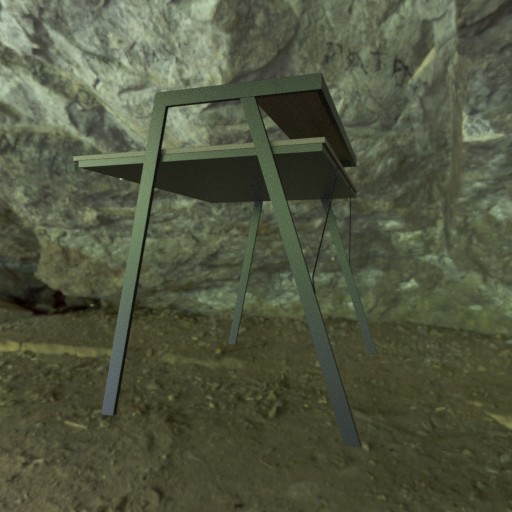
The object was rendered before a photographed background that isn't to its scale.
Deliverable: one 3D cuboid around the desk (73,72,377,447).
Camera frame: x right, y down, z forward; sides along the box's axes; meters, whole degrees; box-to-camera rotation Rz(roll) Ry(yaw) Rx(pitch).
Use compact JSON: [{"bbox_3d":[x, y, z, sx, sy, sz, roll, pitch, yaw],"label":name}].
[{"bbox_3d":[0.000,0.000,1.849,0.936,0.998,1.143,0,1,17],"label":"desk"}]
